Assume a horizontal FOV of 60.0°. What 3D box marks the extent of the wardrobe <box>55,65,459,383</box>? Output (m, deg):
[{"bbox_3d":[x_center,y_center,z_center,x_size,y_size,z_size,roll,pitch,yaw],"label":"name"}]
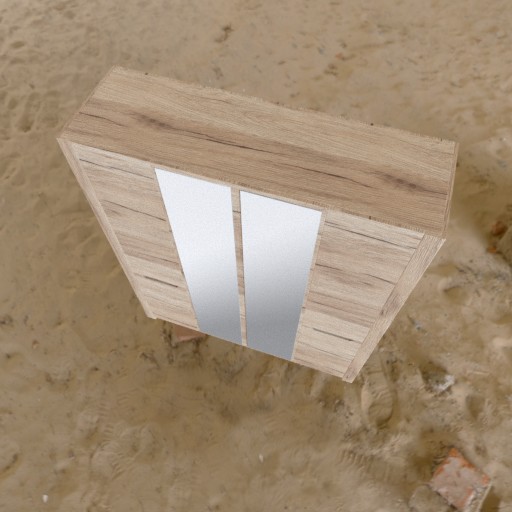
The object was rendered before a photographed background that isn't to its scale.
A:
[{"bbox_3d":[0.000,0.000,2.961,1.810,2.070,0.580,16,60,10],"label":"wardrobe"}]
